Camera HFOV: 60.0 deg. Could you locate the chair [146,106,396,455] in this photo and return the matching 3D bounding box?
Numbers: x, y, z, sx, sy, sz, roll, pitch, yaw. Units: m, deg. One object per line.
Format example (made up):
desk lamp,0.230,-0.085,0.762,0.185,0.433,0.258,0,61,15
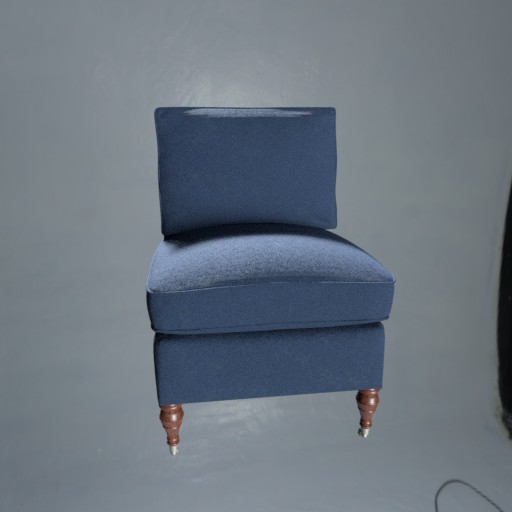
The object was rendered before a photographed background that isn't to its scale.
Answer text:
chair,0.000,0.000,1.621,0.724,1.052,0.912,-2,17,-7
